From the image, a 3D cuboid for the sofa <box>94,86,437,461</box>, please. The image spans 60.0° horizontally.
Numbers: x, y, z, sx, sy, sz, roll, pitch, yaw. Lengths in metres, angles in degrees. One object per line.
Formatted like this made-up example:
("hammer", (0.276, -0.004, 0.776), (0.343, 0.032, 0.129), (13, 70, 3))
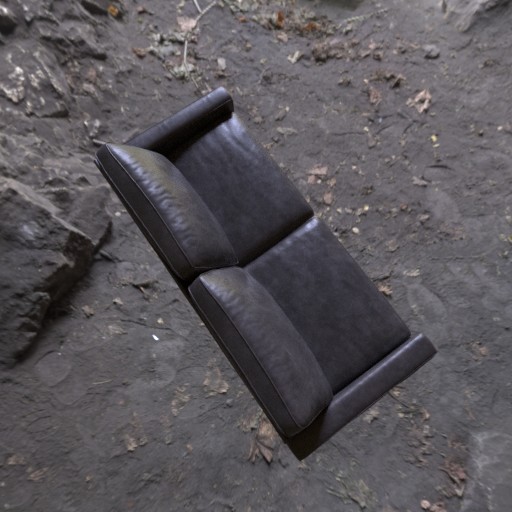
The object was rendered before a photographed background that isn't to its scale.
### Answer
("sofa", (0.000, 0.000, 2.620), (0.939, 0.916, 2.081), (-34, 77, -9))
